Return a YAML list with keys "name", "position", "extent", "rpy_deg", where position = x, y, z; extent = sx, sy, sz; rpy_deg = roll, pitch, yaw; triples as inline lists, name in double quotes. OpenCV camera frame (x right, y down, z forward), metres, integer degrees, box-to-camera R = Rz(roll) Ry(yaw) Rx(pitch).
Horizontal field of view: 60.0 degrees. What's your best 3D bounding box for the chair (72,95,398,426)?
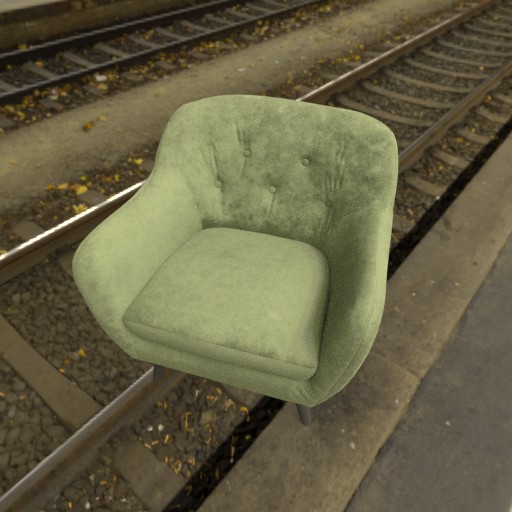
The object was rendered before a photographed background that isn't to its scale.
- name: "chair"
  position: [0.000, 0.000, 1.503]
  extent: [0.840, 0.804, 0.819]
  rpy_deg: [12, 42, 13]
